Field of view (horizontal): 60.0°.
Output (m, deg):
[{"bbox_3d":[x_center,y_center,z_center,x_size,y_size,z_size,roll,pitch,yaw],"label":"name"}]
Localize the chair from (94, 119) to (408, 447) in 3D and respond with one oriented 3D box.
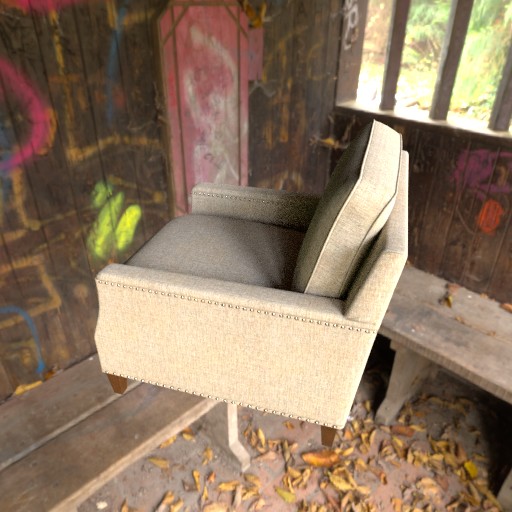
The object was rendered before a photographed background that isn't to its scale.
[{"bbox_3d":[0.000,0.000,1.705,1.014,0.943,0.853,9,32,14],"label":"chair"}]
